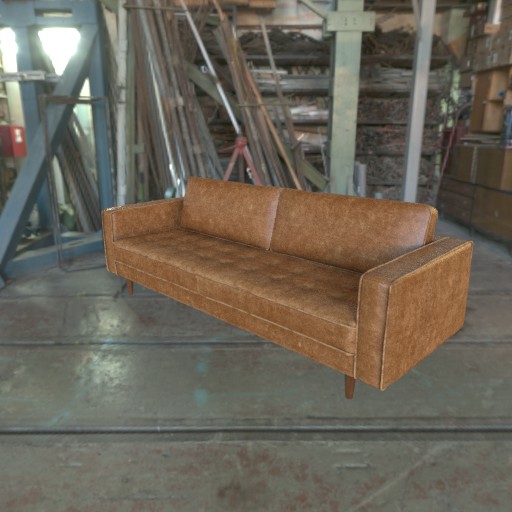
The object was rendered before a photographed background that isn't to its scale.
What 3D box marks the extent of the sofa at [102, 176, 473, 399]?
[{"bbox_3d":[0.000,0.000,2.654,2.199,0.779,0.886,15,22,42],"label":"sofa"}]
